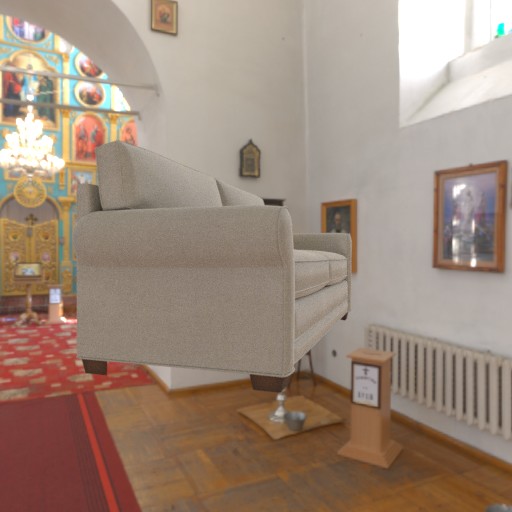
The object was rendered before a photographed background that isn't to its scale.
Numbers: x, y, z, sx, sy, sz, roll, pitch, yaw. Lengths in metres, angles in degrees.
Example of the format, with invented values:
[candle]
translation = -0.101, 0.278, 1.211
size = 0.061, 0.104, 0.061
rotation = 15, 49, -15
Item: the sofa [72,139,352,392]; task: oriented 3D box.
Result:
[sofa]
translation = 0.000, 0.000, 2.610
size = 0.901, 0.962, 2.146
rotation = 0, 0, 18
